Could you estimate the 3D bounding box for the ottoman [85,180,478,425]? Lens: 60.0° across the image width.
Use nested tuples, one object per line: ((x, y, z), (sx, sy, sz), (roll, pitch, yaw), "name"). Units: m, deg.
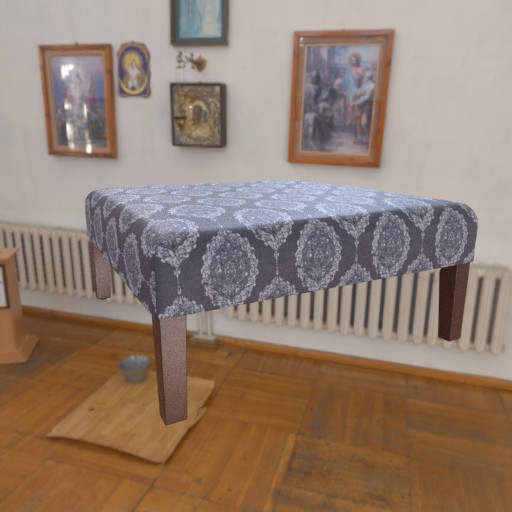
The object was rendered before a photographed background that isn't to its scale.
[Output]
((0.000, 0.000, 1.396), (0.889, 0.409, 0.890), (-8, 16, -27), "ottoman")
